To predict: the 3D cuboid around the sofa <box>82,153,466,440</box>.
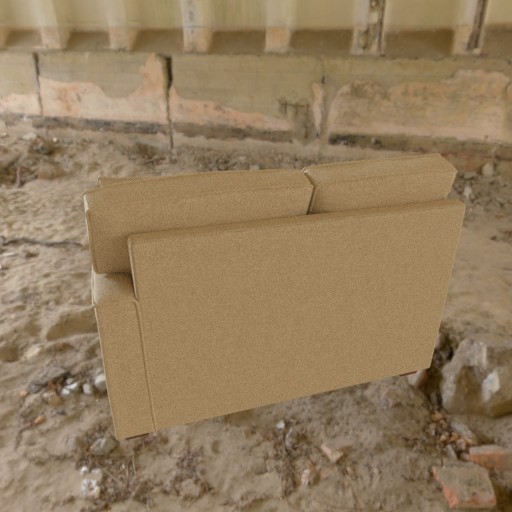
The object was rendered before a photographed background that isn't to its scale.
[{"bbox_3d":[0.000,0.000,2.029,1.388,0.989,0.991,-8,26,-16],"label":"sofa"}]
